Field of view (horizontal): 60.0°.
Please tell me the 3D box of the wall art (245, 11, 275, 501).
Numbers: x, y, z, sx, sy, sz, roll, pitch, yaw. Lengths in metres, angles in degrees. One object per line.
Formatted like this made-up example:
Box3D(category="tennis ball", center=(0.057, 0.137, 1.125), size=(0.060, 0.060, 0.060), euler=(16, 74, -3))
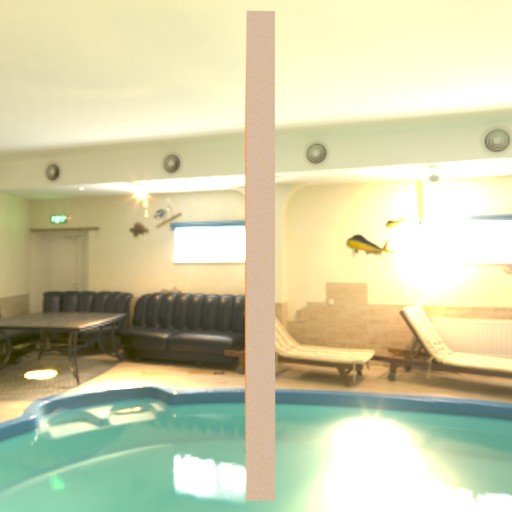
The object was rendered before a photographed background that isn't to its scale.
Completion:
Box3D(category="wall art", center=(0.000, 0.000, 0.534), size=(0.025, 0.428, 0.293), euler=(0, -1, -2))
